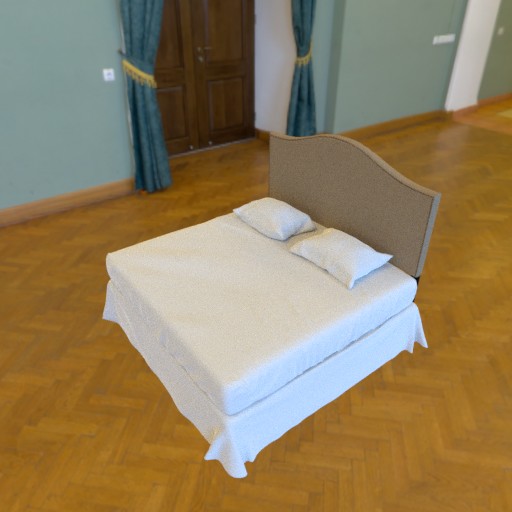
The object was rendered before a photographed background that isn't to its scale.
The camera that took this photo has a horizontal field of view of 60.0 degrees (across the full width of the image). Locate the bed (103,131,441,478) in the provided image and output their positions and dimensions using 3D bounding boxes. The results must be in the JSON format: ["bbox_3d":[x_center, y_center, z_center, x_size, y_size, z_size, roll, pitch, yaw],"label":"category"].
[{"bbox_3d":[0.000,0.000,3.776,2.222,1.651,2.311,-22,39,-31],"label":"bed"}]
